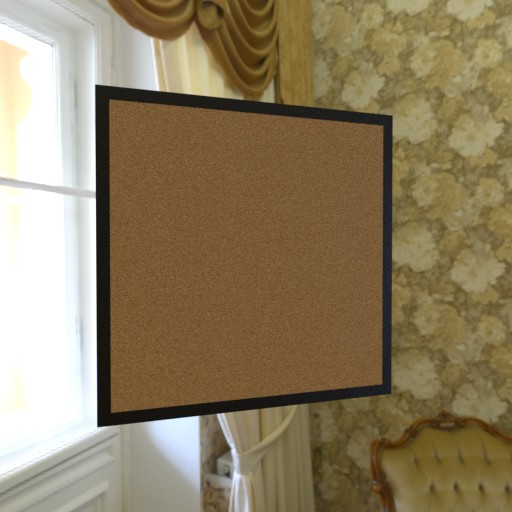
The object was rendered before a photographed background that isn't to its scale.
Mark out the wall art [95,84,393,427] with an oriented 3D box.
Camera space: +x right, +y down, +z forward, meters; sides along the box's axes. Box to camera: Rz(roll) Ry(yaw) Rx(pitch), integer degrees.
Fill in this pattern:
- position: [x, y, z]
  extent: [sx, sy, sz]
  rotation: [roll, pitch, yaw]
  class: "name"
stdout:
- position: [0.000, 0.000, 0.750]
  extent: [0.508, 0.508, 0.038]
  rotation: [0, 1, -17]
  class: "wall art"
